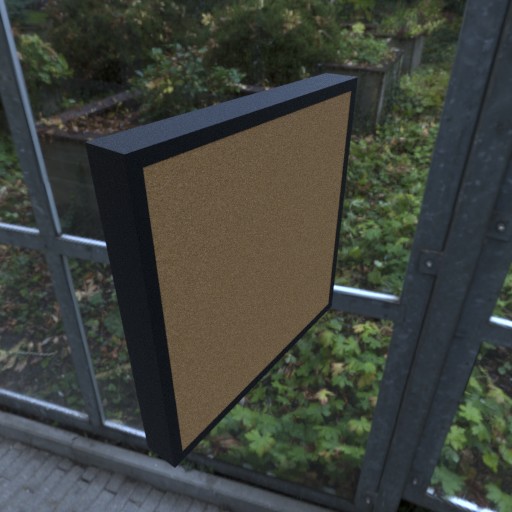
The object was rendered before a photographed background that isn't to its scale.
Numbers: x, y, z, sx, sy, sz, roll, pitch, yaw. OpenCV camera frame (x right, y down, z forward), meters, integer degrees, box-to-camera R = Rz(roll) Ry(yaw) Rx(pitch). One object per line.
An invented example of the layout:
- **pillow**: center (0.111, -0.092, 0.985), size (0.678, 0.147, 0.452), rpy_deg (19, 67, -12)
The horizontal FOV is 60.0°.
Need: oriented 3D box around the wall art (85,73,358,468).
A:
- **wall art**: center (0.000, 0.000, 0.449), size (0.038, 0.304, 0.305), rpy_deg (22, 38, 31)
